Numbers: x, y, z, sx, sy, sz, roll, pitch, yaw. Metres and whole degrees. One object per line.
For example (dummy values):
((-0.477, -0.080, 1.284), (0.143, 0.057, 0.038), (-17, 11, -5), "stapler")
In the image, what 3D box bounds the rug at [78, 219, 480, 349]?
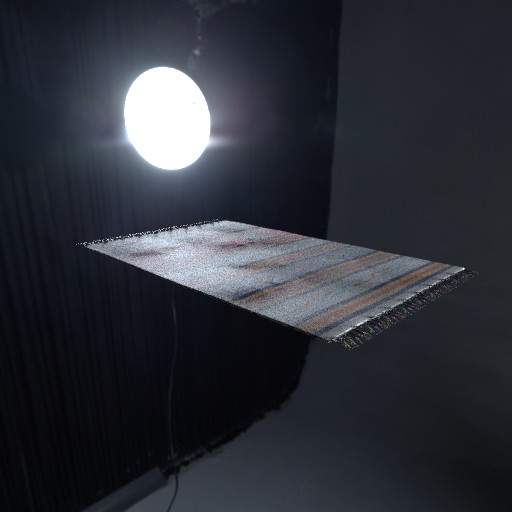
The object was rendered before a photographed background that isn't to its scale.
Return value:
((0.000, 0.000, 2.286), (1.849, 0.013, 1.084), (15, 21, 43), "rug")
